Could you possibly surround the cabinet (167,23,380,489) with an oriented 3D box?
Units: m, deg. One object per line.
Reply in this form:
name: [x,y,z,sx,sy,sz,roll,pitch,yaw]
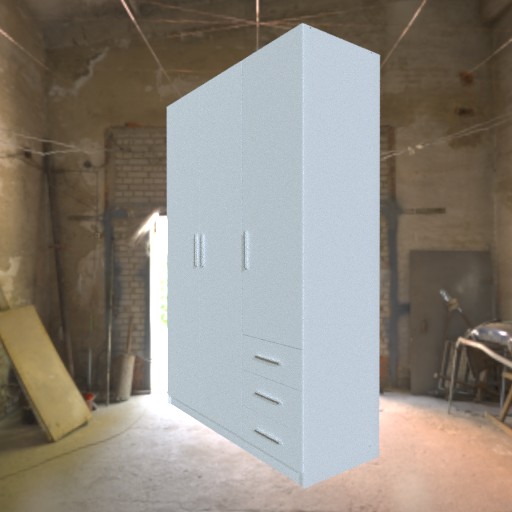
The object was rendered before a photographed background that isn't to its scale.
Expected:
cabinet: [0.000,0.000,2.476,0.510,1.910,1.290,0,0,-36]
